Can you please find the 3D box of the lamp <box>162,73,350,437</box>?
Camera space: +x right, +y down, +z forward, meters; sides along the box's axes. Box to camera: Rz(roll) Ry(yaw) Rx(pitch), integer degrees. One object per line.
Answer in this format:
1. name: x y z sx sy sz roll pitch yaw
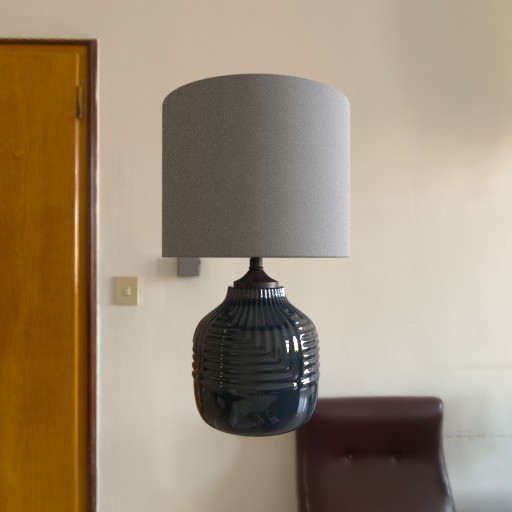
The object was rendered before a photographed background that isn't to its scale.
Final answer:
1. lamp: 0.000 0.000 0.764 0.318 0.567 0.318 0 0 0
